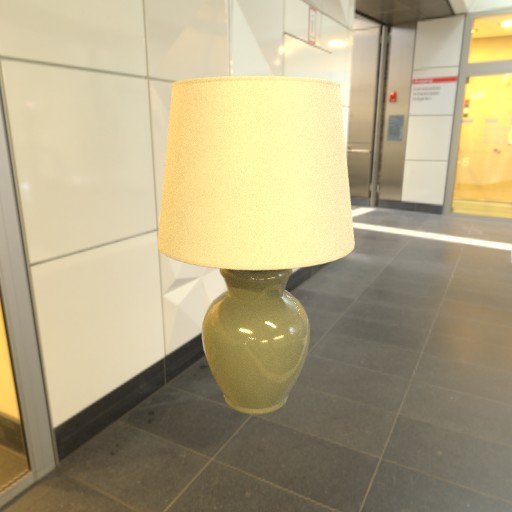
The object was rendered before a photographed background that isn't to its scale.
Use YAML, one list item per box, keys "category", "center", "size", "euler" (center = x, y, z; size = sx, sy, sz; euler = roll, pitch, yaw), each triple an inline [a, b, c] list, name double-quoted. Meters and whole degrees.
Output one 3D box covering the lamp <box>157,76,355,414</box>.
- category: "lamp"
  center: [0.000, 0.000, 0.555]
  size: [0.239, 0.399, 0.239]
  euler: [0, 16, 0]
